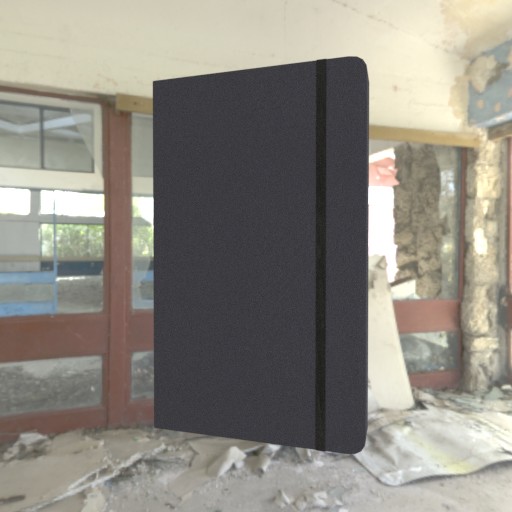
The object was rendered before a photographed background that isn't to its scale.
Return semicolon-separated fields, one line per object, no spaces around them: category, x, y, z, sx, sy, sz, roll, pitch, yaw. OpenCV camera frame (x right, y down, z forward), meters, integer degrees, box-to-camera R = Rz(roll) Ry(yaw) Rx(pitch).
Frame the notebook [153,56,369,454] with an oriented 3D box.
notebook;0.000;0.000;0.259;0.127;0.213;0.016;0;1;17
